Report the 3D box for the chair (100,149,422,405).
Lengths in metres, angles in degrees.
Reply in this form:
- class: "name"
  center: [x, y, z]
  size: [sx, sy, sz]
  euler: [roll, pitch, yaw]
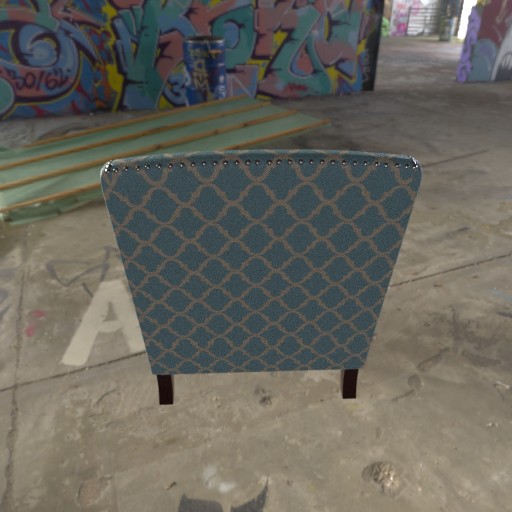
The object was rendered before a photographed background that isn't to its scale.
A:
- class: "chair"
  center: [0.000, 0.000, 1.313]
  size: [0.617, 0.817, 0.686]
  euler: [-1, 30, -2]
